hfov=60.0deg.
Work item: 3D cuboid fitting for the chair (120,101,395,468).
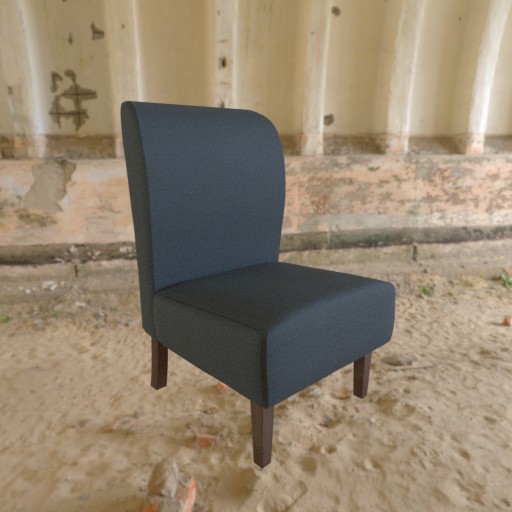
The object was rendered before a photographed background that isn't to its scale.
[{"bbox_3d":[0.000,0.000,1.193,0.513,0.804,0.592,-13,19,-43],"label":"chair"}]
